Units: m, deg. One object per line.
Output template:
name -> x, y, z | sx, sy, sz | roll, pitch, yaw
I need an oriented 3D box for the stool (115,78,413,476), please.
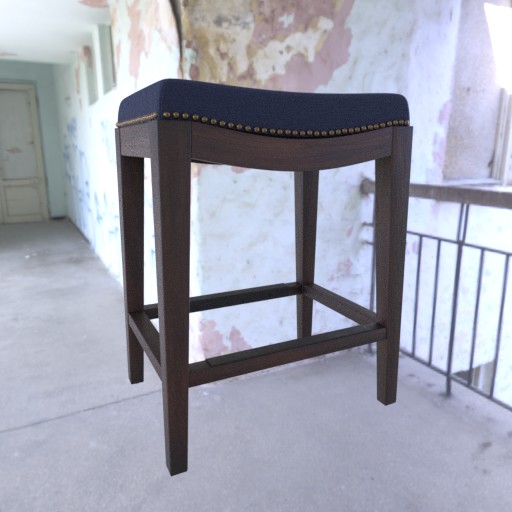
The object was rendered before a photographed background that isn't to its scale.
stool -> 0.000, 0.000, 0.934 | 0.500, 0.642, 0.361 | -7, 15, -26
